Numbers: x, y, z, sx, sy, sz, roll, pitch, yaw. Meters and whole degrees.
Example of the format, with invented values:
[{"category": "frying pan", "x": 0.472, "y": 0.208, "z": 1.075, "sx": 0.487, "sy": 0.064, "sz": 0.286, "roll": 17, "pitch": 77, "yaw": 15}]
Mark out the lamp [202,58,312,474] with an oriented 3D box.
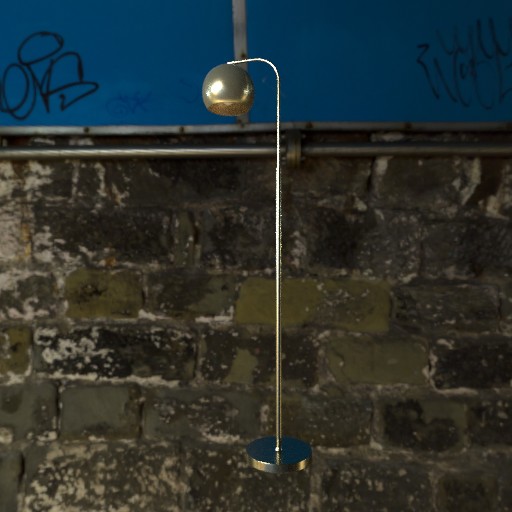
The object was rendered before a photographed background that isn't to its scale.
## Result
[{"category": "lamp", "x": 0.000, "y": 0.000, "z": 1.702, "sx": 0.431, "sy": 1.526, "sz": 0.250, "roll": 0, "pitch": 0, "yaw": 18}]
